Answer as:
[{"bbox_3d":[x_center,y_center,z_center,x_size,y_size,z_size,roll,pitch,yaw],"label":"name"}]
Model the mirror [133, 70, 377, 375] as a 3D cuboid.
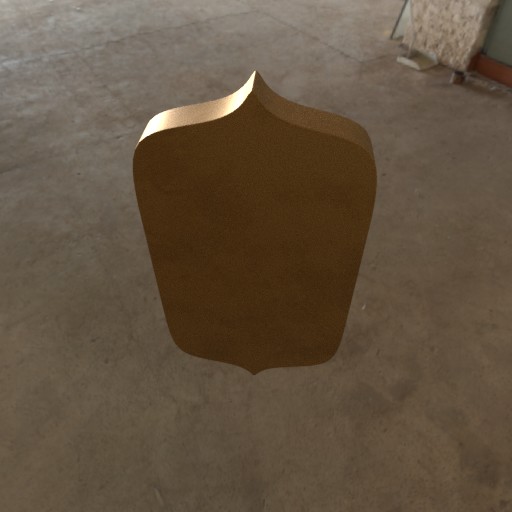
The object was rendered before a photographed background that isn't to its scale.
[{"bbox_3d":[0.000,0.000,0.734,0.323,0.613,0.096,4,46,3],"label":"mirror"}]
